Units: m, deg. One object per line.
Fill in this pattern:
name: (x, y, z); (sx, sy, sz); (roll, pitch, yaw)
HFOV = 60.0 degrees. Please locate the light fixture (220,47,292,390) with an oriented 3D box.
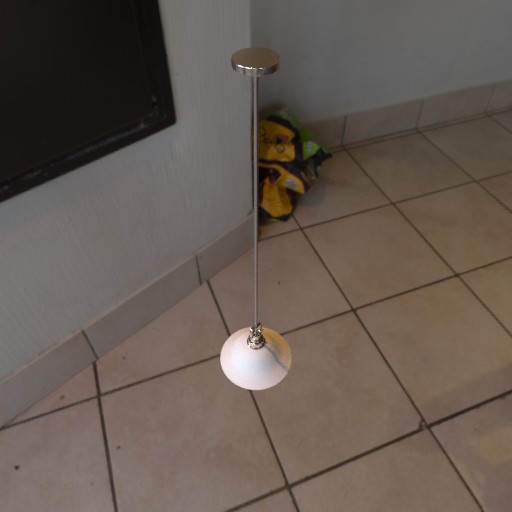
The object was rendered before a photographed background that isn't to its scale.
light fixture: (0.000, 0.000, 1.521); (0.324, 1.354, 0.324); (-31, 55, -26)
